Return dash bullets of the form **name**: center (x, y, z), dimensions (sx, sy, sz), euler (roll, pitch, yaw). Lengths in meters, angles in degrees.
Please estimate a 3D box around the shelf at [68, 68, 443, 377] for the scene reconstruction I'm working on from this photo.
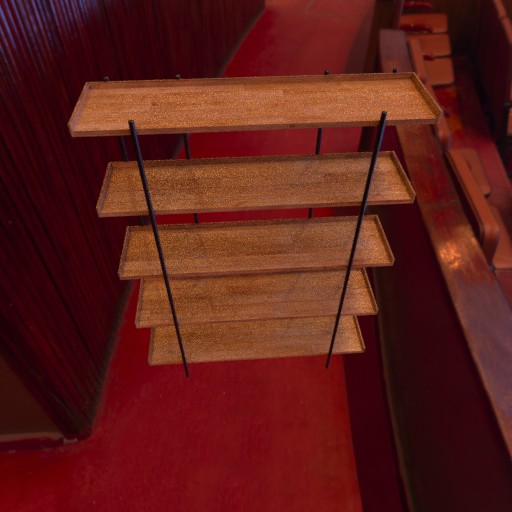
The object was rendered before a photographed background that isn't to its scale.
- **shelf**: center (0.000, 0.000, 2.380), dimensions (1.371, 1.826, 0.379), euler (-3, 46, -3)
